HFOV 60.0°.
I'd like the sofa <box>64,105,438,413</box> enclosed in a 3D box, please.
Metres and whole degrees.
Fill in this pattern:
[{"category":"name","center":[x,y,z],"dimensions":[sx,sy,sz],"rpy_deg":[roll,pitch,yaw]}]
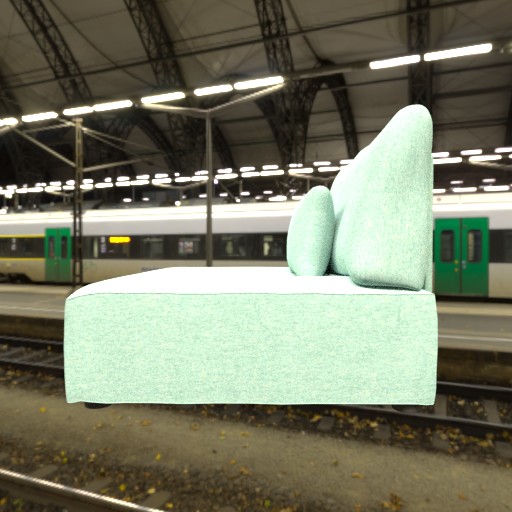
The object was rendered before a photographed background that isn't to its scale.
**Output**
[{"category":"sofa","center":[0.000,0.000,1.621],"dimensions":[1.000,0.820,0.930],"rpy_deg":[0,1,1]}]
